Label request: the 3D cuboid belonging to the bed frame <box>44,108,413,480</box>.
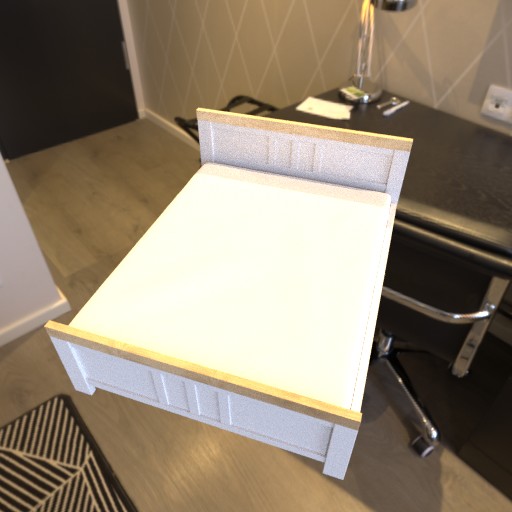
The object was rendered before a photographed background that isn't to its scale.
[{"bbox_3d":[0.000,0.000,2.949,1.670,0.980,2.050,13,43,14],"label":"bed frame"}]
